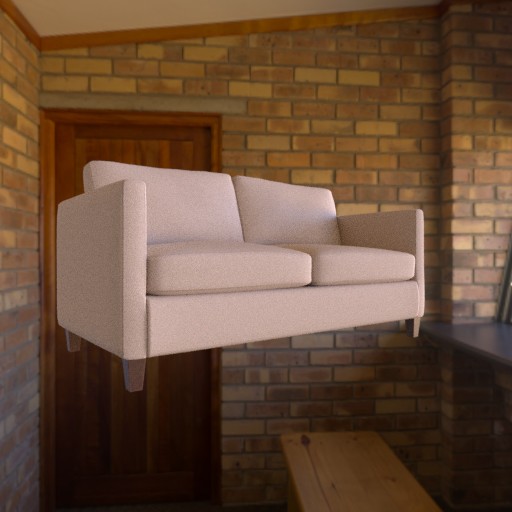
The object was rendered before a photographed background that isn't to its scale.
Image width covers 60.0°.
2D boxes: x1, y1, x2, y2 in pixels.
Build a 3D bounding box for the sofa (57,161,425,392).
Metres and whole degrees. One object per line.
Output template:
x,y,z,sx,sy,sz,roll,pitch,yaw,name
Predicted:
0.000,0.000,2.252,1.722,0.888,0.873,0,0,-37,sofa
